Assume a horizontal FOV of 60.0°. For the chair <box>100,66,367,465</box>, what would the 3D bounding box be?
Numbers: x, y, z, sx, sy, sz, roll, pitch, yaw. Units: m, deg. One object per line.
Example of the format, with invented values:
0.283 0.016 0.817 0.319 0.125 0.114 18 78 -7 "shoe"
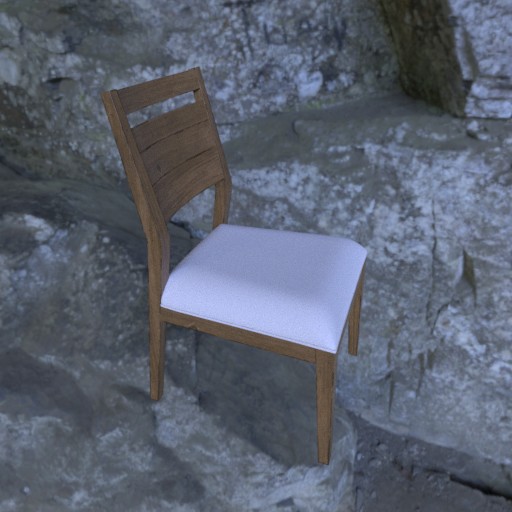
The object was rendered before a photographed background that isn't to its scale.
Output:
0.000 0.000 1.273 0.610 0.939 0.497 11 32 18 "chair"
